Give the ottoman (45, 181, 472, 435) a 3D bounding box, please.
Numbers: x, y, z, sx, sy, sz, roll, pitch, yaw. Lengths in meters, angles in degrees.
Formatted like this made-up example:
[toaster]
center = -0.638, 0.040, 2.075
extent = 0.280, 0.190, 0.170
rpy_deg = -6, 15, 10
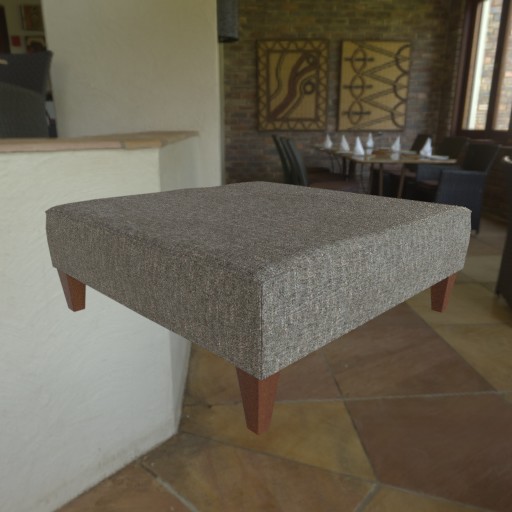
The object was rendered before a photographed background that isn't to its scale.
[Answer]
[ottoman]
center = 0.000, 0.000, 1.467
extent = 0.981, 0.379, 1.016
rpy_deg = -16, 23, -43
